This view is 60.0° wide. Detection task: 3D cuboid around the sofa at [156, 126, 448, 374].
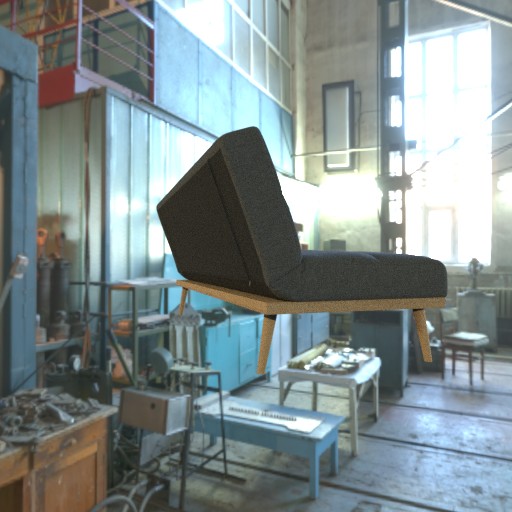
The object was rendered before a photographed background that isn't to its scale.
[{"bbox_3d":[0.000,0.000,2.255,0.820,0.770,1.820,0,-1,-19],"label":"sofa"}]
